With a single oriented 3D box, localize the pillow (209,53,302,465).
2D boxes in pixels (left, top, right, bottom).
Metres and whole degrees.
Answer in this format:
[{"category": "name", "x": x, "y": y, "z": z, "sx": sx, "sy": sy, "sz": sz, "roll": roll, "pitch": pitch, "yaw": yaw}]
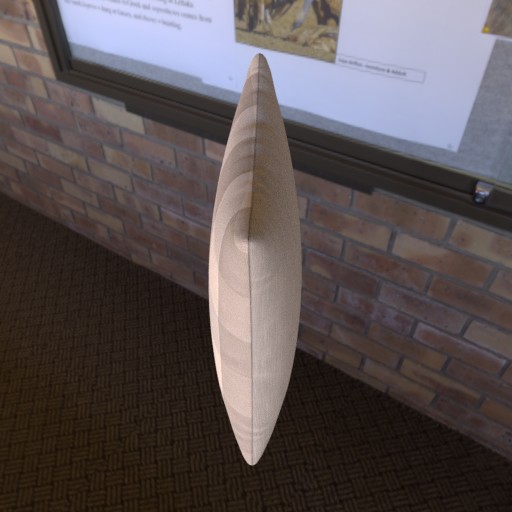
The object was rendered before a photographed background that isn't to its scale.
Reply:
[{"category": "pillow", "x": 0.000, "y": 0.000, "z": 0.769, "sx": 0.161, "sy": 0.509, "sz": 0.511, "roll": 1, "pitch": 43, "yaw": 1}]
